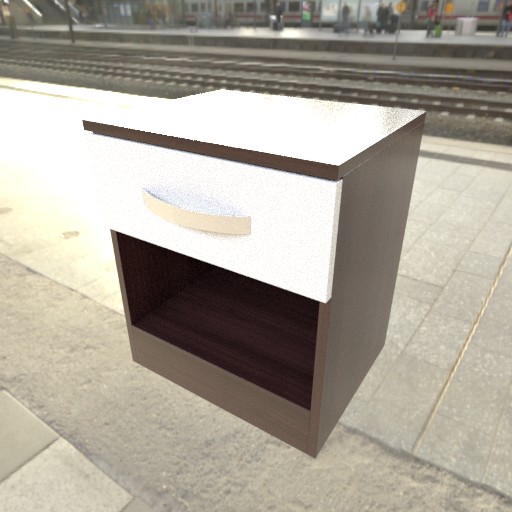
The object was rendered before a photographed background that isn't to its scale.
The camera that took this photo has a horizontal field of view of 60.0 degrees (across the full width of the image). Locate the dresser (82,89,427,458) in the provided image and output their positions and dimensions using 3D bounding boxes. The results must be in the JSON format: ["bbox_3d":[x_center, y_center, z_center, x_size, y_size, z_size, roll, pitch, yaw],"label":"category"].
[{"bbox_3d":[0.000,0.000,0.768,0.400,0.470,0.360,18,33,29],"label":"dresser"}]
